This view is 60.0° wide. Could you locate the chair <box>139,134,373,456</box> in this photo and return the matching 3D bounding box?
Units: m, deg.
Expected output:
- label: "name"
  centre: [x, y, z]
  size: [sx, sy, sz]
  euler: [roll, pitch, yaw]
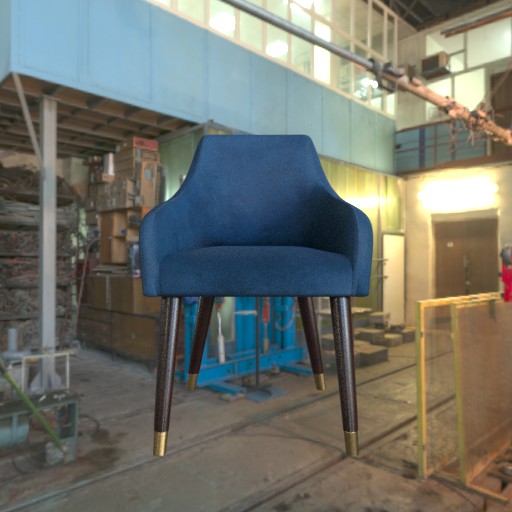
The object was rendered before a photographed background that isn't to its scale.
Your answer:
- label: "chair"
  centre: [0.000, 0.000, 1.587]
  size: [0.683, 1.081, 0.794]
  euler: [0, -1, 0]
